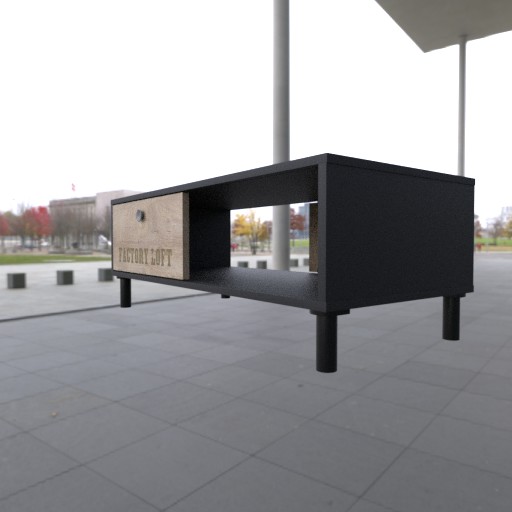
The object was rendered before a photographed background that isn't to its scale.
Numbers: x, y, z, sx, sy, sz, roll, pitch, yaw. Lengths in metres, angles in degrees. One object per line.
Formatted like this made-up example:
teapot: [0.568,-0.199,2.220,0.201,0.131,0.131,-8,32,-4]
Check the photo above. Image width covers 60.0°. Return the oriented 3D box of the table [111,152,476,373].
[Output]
table: [0.000,0.000,1.379,0.550,0.400,1.100,-1,2,-37]
